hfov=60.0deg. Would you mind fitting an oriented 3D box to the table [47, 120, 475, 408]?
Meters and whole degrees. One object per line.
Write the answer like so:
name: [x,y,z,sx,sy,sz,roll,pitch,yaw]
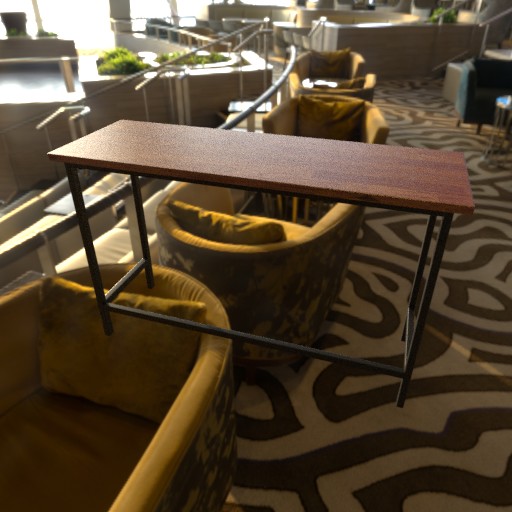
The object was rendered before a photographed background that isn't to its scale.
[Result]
table: [0.000,0.000,1.546,1.204,0.740,0.408,10,33,15]
